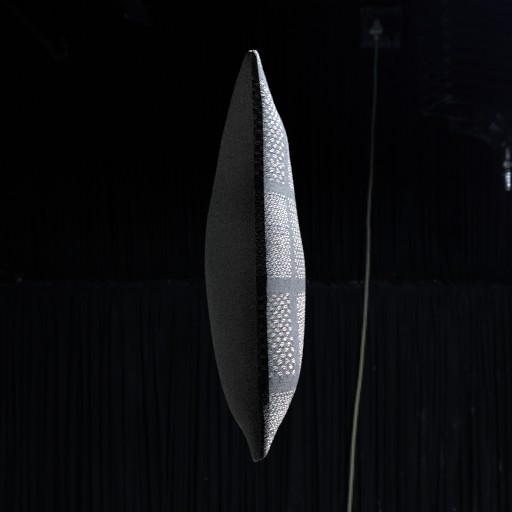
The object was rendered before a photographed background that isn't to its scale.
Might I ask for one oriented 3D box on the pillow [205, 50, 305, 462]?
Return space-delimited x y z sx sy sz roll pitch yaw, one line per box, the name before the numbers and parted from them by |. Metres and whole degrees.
pillow | 0.000 0.000 0.675 0.138 0.432 0.435 0 0 0
